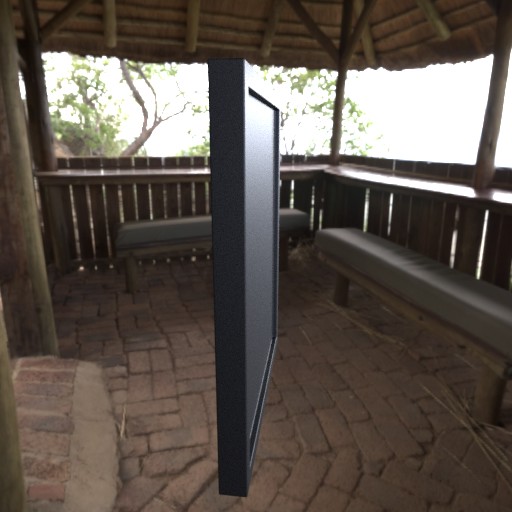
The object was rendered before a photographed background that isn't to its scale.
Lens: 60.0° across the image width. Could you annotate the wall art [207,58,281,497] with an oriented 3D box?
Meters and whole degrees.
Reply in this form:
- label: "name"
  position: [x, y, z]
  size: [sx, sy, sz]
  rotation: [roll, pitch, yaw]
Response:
- label: "wall art"
  position: [0.000, 0.000, 0.524]
  size: [0.028, 0.381, 0.328]
  rotation: [2, 15, 7]
